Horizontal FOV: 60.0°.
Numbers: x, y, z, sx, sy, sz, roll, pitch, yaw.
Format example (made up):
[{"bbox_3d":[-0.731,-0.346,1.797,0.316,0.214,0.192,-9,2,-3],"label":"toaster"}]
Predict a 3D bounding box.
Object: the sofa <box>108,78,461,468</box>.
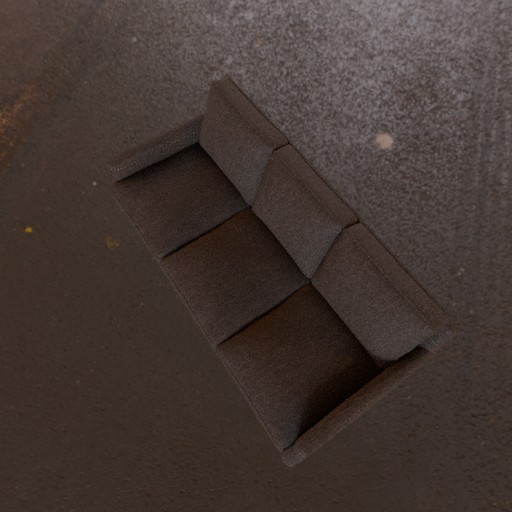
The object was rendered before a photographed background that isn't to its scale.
[{"bbox_3d":[0.000,0.000,2.828,1.084,1.003,2.246,-31,67,-15],"label":"sofa"}]
